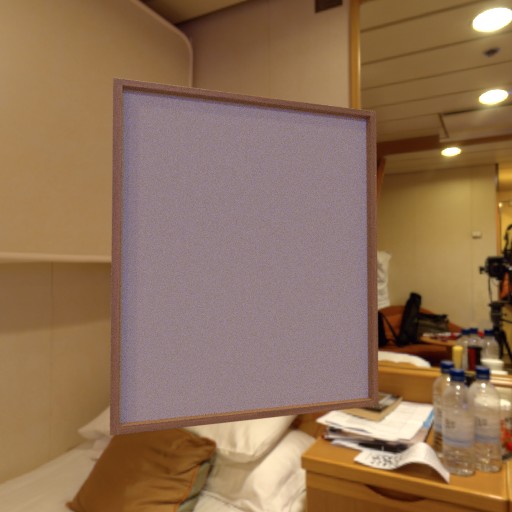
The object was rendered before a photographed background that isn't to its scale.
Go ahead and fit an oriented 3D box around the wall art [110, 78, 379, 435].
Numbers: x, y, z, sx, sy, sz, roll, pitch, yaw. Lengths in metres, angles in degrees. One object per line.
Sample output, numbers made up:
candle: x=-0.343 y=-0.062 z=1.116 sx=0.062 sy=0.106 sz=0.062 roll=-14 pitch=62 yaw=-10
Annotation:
wall art: x=0.000 y=0.000 z=0.983 sx=0.609 sy=0.710 sz=0.021 roll=1 pitch=-2 yaw=-18
